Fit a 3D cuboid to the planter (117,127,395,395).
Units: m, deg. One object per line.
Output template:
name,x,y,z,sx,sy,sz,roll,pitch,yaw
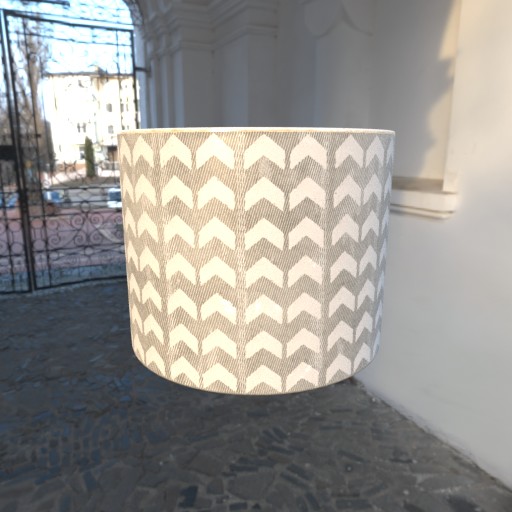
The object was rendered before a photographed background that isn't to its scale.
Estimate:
planter,0.000,0.000,0.337,0.190,0.181,0.190,0,14,0
